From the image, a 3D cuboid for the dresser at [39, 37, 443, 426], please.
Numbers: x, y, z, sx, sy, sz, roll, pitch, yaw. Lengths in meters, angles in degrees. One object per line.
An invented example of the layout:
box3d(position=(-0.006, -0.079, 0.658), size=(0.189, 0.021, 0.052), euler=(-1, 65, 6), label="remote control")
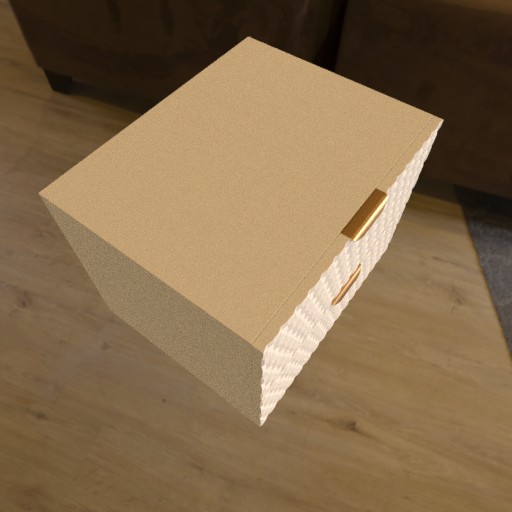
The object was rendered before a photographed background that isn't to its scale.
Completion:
box3d(position=(0.000, 0.000, 0.922), size=(0.414, 0.568, 0.503), euler=(32, 62, 19), label="dresser")
